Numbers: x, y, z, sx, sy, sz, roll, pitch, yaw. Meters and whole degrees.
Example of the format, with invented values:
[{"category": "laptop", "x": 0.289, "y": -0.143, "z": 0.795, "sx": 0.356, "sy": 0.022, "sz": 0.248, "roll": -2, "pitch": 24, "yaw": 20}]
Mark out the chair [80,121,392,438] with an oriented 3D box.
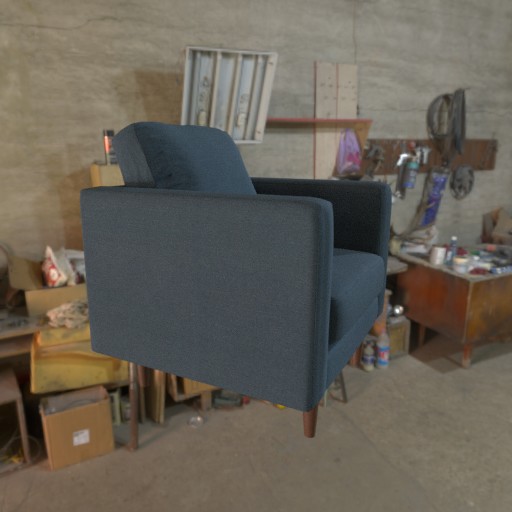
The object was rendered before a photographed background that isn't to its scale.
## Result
[{"category": "chair", "x": 0.000, "y": 0.000, "z": 1.589, "sx": 0.820, "sy": 0.922, "sz": 0.855, "roll": 7, "pitch": 14, "yaw": 27}]
